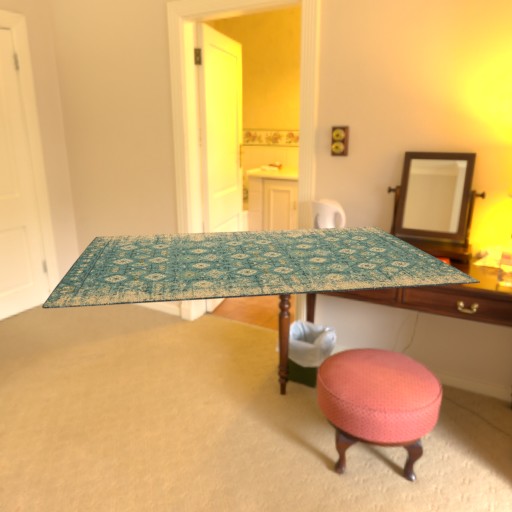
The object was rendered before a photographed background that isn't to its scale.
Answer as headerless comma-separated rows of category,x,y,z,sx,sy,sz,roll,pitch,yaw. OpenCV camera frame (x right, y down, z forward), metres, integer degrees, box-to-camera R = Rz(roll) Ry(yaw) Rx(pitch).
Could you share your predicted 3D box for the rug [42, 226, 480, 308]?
rug,0.000,0.000,2.290,1.795,0.008,1.102,-3,17,-9
